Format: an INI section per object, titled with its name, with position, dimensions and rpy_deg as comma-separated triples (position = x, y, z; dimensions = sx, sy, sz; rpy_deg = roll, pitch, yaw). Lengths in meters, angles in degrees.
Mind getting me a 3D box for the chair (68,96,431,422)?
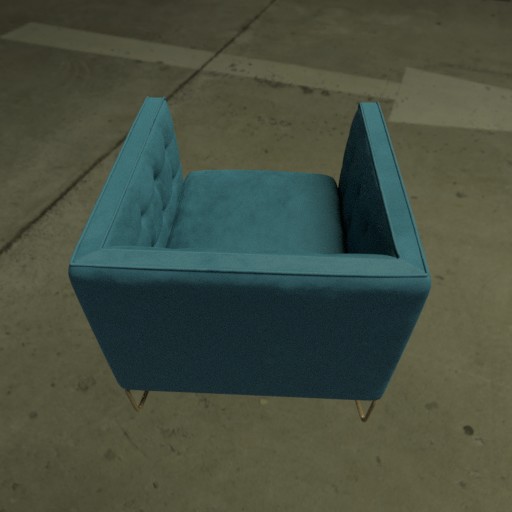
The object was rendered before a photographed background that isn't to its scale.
[chair]
position = 0.000, 0.000, 1.593
dimensions = 0.880, 0.790, 0.894
rpy_deg = 2, 46, 2
